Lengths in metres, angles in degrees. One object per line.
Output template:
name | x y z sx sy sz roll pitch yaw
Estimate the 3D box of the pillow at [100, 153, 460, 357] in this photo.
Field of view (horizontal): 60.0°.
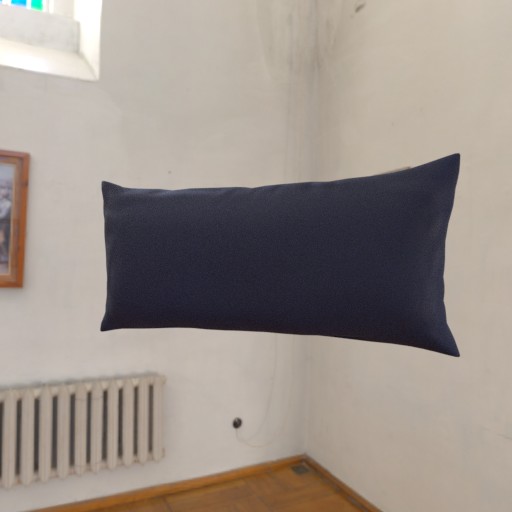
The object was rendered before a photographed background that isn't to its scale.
pillow | 0.000 0.000 0.724 0.610 0.287 0.151 0 -1 19
